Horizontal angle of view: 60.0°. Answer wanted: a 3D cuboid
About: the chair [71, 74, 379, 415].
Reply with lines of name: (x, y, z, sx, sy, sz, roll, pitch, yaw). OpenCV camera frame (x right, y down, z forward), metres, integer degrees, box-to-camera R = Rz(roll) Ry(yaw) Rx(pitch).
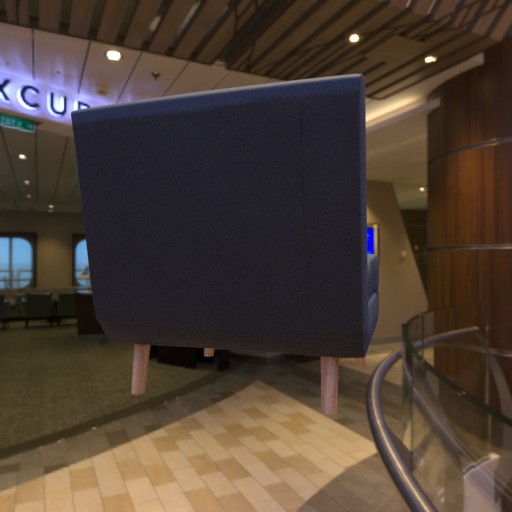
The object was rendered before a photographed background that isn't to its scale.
chair: (0.000, 0.000, 1.467, 0.770, 0.808, 0.900, 0, -1, 18)
